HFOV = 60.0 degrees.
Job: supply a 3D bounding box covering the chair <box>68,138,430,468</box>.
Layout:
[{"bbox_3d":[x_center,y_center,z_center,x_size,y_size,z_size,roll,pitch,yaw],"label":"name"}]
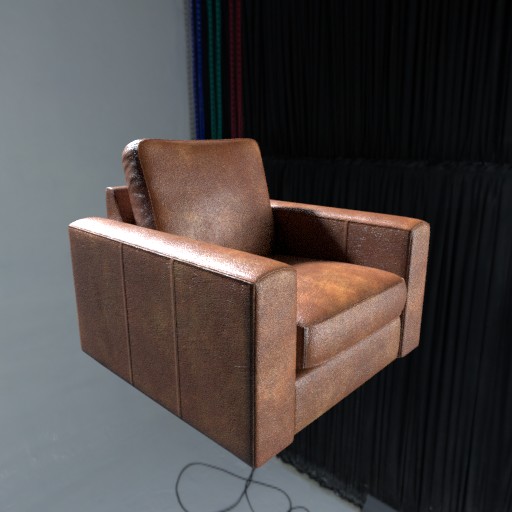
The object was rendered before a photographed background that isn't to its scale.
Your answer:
[{"bbox_3d":[0.000,0.000,1.709,1.016,0.873,1.005,14,20,42],"label":"chair"}]
